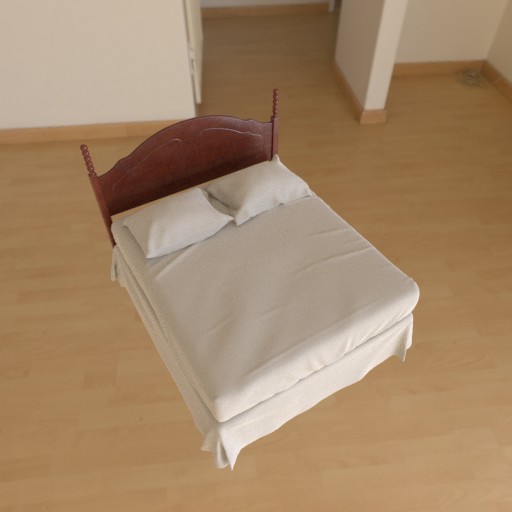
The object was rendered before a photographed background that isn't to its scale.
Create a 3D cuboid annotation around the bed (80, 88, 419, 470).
[{"bbox_3d":[0.000,0.000,3.272,1.873,1.356,2.040,-24,51,-21],"label":"bed"}]
